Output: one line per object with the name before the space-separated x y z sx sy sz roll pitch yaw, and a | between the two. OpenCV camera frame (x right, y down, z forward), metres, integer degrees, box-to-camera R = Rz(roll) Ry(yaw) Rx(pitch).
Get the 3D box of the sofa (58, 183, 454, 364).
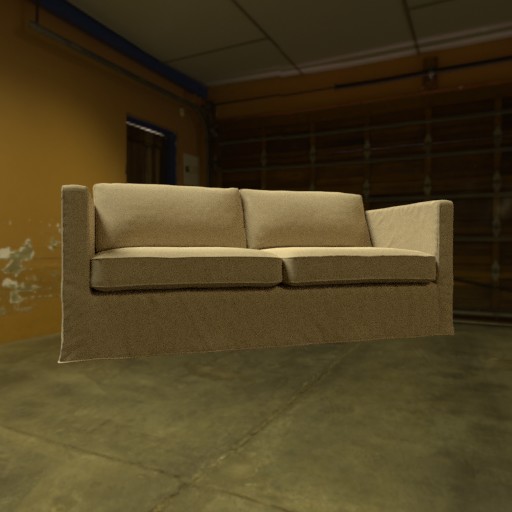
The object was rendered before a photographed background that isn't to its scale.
sofa | 0.000 0.000 2.480 1.959 0.835 0.962 0 1 -18
